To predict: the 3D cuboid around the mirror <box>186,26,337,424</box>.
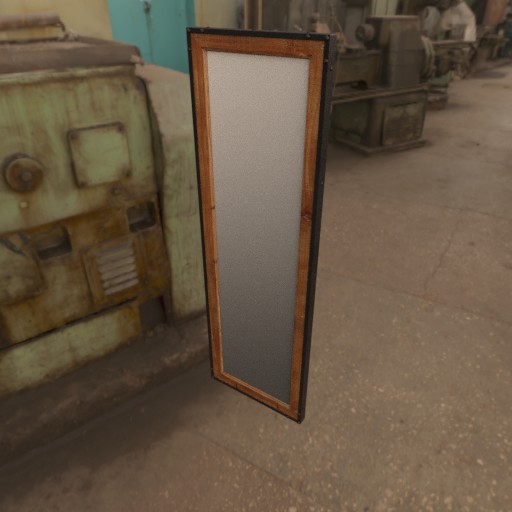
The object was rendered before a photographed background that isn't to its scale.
[{"bbox_3d":[0.000,0.000,1.181,0.354,1.080,0.042,19,36,28],"label":"mirror"}]
